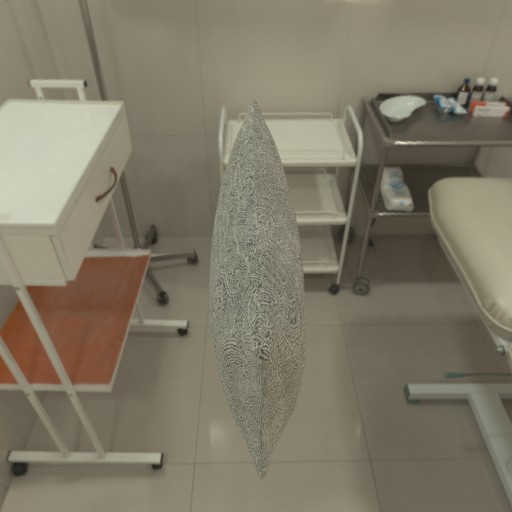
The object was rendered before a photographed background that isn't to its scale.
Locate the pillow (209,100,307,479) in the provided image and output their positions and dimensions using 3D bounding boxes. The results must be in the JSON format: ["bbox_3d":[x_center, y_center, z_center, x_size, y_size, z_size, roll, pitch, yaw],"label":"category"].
[{"bbox_3d":[0.000,0.000,0.744,0.151,0.295,0.615,-1,41,-1],"label":"pillow"}]
